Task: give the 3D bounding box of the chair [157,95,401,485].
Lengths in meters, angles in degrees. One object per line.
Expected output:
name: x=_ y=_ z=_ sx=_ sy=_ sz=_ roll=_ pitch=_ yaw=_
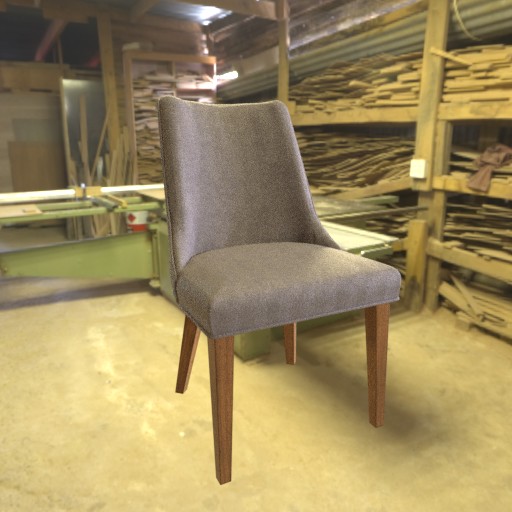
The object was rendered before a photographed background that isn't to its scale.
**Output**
chair: x=0.000 y=0.000 z=1.309 sx=0.548 sy=0.916 sz=0.636 roll=-7 pitch=16 yaw=-26
